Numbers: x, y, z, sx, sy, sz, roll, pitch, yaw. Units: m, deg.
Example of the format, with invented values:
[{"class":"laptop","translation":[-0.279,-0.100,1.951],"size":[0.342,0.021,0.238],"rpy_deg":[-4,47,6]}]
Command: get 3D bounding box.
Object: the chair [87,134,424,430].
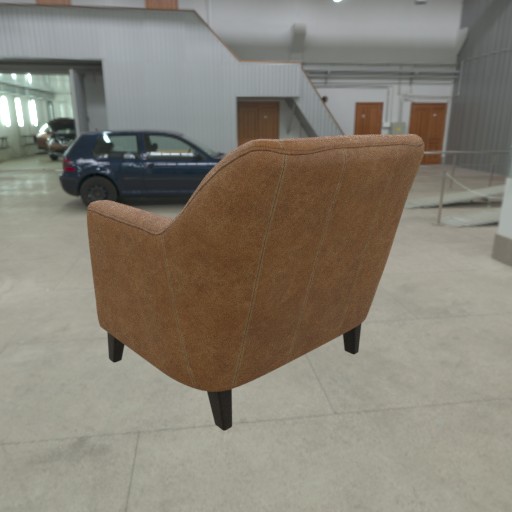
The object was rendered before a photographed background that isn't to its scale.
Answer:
[{"class":"chair","translation":[0.000,0.000,1.827],"size":[1.037,0.980,1.034],"rpy_deg":[-15,23,-41]}]
